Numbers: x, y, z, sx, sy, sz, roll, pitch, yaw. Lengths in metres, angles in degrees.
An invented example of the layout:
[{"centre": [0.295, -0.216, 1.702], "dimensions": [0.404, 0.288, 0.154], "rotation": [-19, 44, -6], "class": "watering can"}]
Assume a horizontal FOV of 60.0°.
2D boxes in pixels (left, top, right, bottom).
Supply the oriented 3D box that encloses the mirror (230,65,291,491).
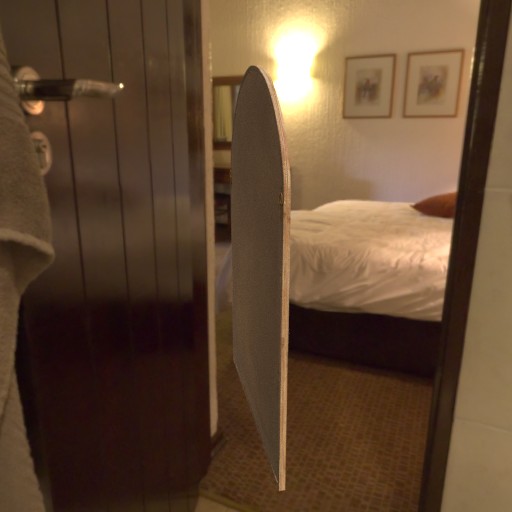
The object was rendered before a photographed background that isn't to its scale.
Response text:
[{"centre": [0.000, 0.000, 1.153], "dimensions": [0.032, 0.915, 0.609], "rotation": [-3, 15, -12], "class": "mirror"}]
